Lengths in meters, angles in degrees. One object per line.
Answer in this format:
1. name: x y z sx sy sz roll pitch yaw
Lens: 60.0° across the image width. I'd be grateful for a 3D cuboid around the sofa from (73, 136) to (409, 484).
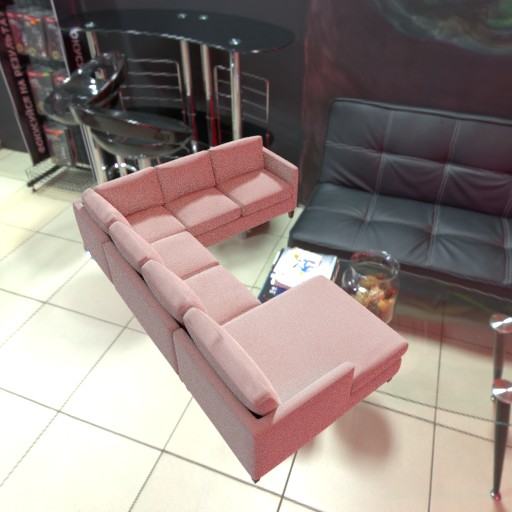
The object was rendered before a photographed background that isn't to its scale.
1. sofa: 0.000 0.000 4.581 2.593 0.956 3.459 -25 46 -27
